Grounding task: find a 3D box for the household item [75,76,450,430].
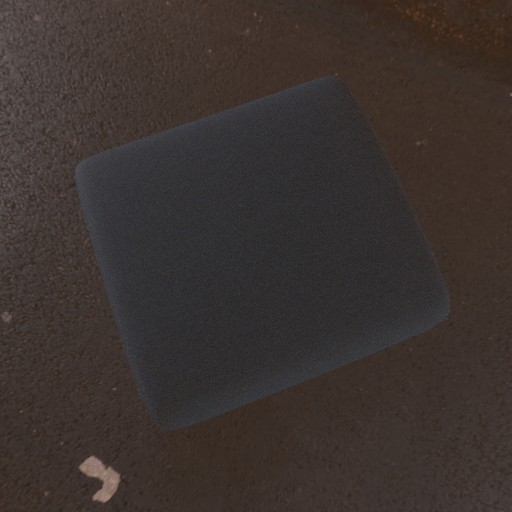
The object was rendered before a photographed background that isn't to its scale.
[{"bbox_3d":[0.000,0.000,0.895,0.530,0.420,0.530,-20,77,-5],"label":"household item"}]
